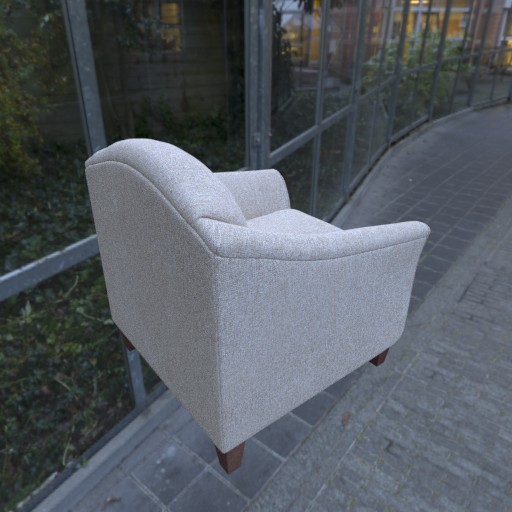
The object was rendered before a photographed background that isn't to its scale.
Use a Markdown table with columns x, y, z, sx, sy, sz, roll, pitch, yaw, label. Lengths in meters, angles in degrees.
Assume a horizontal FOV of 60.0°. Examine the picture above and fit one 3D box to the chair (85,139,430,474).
| x | y | z | sx | sy | sz | roll | pitch | yaw | label |
| --- | --- | --- | --- | --- | --- | --- | --- | --- | --- |
| 0.000 | 0.000 | 1.458 | 0.787 | 0.839 | 0.763 | -20 | 33 | -33 | chair |
